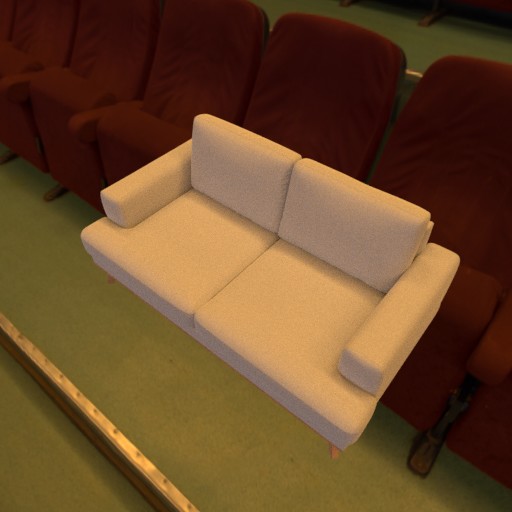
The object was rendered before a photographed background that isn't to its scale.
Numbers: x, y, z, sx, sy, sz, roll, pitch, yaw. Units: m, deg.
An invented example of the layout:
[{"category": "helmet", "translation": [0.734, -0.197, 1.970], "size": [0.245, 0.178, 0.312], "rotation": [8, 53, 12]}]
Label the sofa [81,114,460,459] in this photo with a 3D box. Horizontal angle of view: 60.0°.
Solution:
[{"category": "sofa", "translation": [0.000, 0.000, 2.147], "size": [1.651, 0.810, 0.915], "rotation": [31, 54, 26]}]
